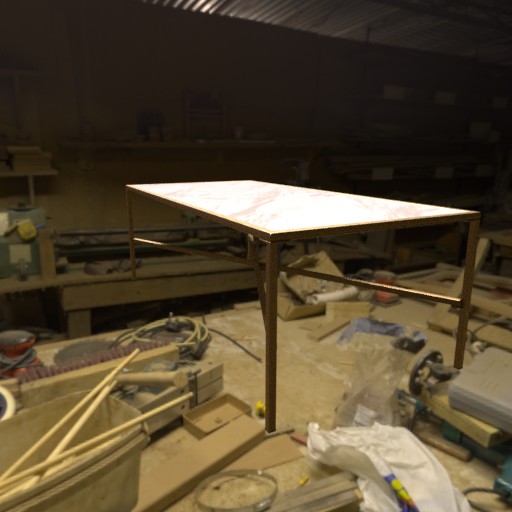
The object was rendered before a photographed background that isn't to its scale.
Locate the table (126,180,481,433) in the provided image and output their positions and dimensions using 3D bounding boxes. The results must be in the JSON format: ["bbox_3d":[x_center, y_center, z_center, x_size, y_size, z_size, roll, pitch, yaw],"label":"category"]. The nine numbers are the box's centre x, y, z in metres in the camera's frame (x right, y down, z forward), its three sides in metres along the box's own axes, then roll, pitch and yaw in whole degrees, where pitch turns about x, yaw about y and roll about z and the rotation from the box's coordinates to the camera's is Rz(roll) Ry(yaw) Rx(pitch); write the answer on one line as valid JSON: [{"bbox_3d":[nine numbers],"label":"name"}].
[{"bbox_3d":[0.000,0.000,1.480,0.577,0.405,1.197,-7,15,-27],"label":"table"}]
